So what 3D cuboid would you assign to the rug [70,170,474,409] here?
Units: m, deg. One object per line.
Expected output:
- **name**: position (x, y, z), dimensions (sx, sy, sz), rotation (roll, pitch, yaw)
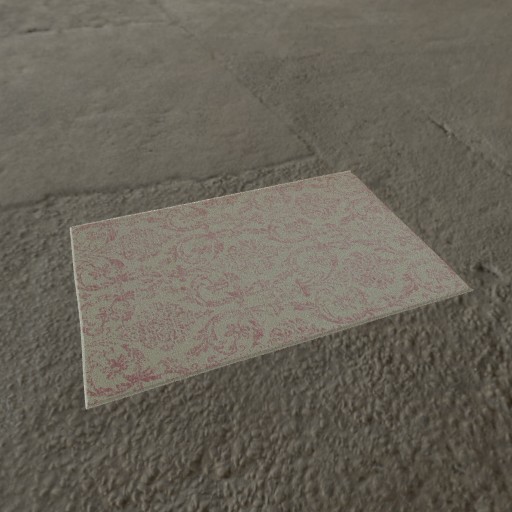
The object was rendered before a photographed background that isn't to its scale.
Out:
- **rug**: position (0.000, 0.000, 3.537), dimensions (2.746, 0.018, 1.819), rotation (-14, 43, -15)
